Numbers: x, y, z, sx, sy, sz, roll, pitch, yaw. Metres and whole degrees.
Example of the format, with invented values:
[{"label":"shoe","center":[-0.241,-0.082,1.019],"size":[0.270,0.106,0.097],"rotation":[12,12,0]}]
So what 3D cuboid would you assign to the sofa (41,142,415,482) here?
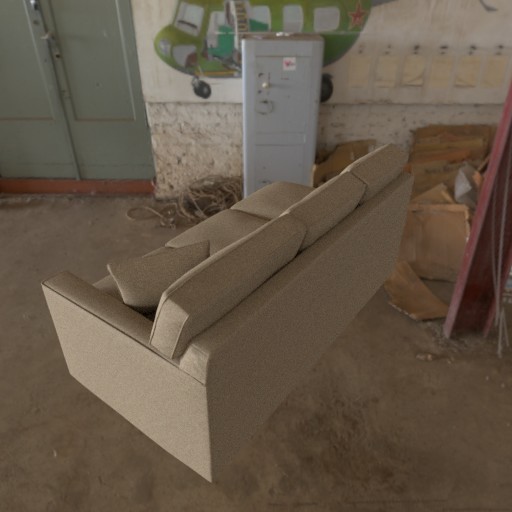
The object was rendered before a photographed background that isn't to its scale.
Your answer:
[{"label":"sofa","center":[0.000,0.000,2.497],"size":[1.034,0.946,1.963],"rotation":[22,38,30]}]
